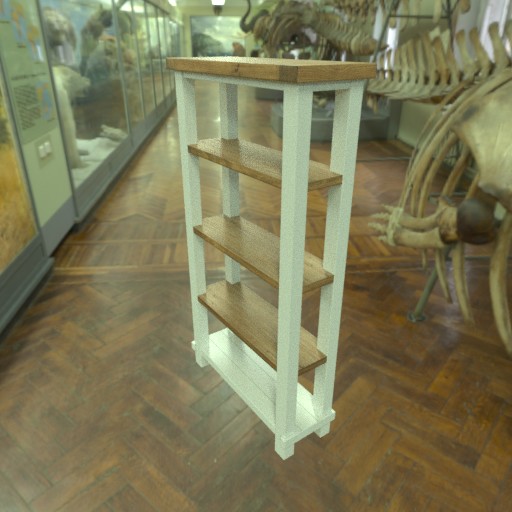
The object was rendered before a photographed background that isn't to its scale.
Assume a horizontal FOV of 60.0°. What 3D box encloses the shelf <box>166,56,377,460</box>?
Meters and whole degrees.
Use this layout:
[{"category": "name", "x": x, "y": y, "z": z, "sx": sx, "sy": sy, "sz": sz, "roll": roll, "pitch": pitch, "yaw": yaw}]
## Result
[{"category": "shelf", "x": 0.000, "y": 0.000, "z": 2.321, "sx": 0.381, "sy": 1.878, "sz": 1.022, "roll": -17, "pitch": 30, "yaw": -31}]
